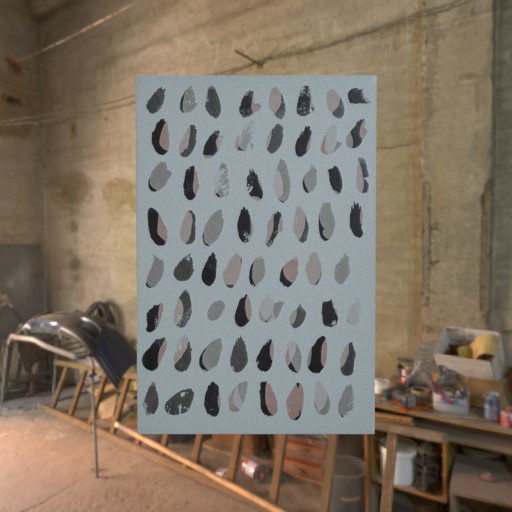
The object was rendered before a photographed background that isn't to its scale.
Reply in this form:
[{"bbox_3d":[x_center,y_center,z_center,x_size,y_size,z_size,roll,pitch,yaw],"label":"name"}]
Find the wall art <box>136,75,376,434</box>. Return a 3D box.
[{"bbox_3d":[0.000,0.000,1.148,0.610,0.916,0.037,0,1,0],"label":"wall art"}]
